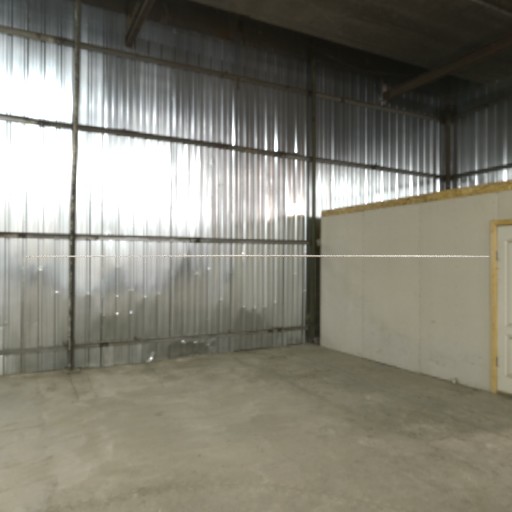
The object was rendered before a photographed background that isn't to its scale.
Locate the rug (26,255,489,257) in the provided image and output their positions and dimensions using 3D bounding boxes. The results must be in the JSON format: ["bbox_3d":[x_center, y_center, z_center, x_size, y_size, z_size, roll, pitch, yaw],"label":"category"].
[{"bbox_3d":[0.000,0.000,2.589,2.346,0.013,0.712,0,0,1],"label":"rug"}]
